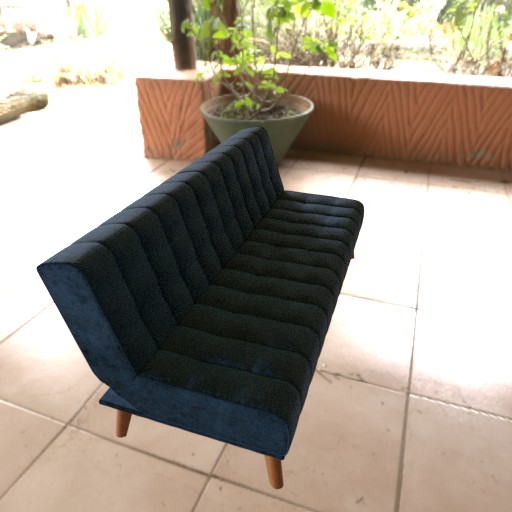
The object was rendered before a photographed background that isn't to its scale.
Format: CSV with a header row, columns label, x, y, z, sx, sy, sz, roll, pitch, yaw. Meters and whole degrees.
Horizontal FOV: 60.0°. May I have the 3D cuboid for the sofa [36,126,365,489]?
label,x,y,z,sx,sy,sz,roll,pitch,yaw
sofa,0.000,0.000,2.198,0.855,0.813,1.804,10,31,17
